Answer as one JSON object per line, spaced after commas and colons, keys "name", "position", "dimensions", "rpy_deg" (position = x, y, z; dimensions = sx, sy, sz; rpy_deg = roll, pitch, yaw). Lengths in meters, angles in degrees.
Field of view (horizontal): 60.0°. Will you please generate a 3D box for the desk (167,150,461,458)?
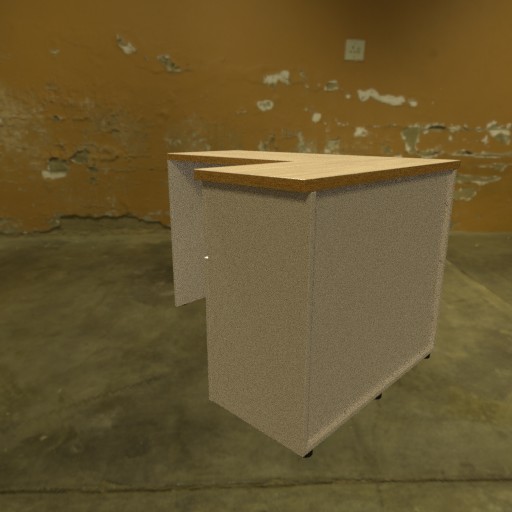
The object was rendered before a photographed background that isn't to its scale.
{"name": "desk", "position": [0.000, 0.000, 1.770], "dimensions": [1.170, 0.760, 0.900], "rpy_deg": [15, 22, 42]}
